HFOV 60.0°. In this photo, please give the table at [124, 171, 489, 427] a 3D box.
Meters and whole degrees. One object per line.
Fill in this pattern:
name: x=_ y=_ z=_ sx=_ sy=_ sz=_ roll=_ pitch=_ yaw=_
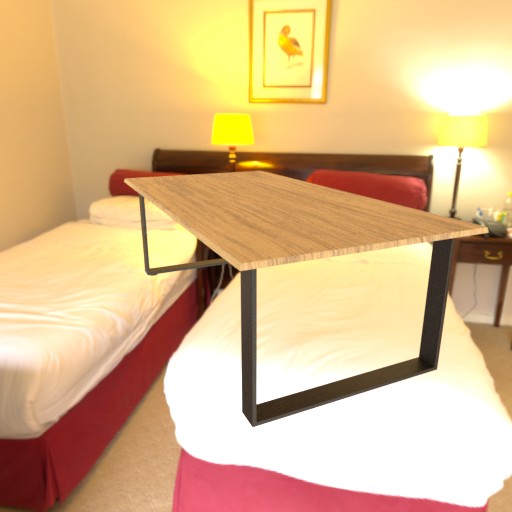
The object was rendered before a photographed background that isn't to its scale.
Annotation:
table: x=0.000 y=0.000 z=1.633 sx=0.693 sy=0.445 sz=1.331 roll=-8 pitch=19 yaw=-24
